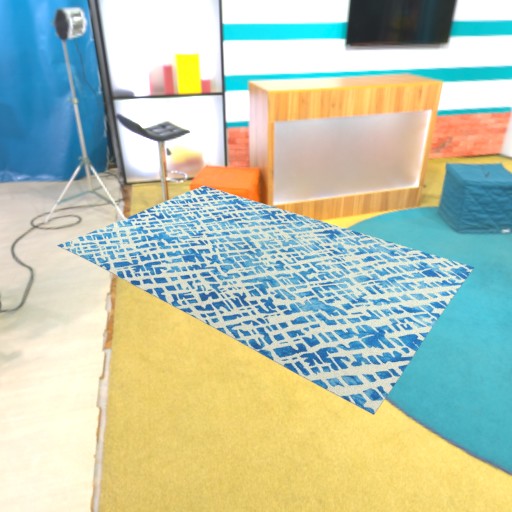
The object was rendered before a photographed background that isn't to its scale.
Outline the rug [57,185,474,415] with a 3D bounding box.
[{"bbox_3d":[0.000,0.000,3.040,2.447,0.011,1.520,21,36,32],"label":"rug"}]
